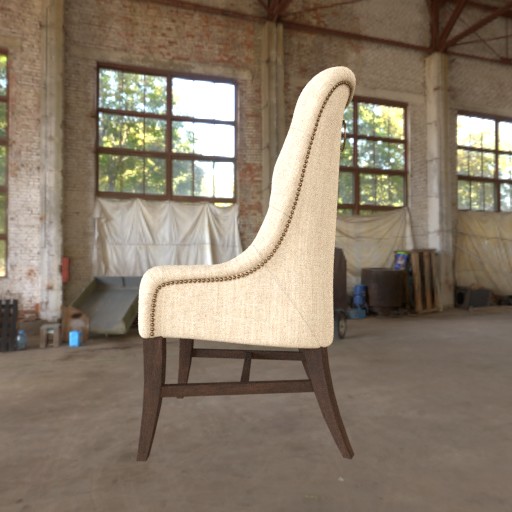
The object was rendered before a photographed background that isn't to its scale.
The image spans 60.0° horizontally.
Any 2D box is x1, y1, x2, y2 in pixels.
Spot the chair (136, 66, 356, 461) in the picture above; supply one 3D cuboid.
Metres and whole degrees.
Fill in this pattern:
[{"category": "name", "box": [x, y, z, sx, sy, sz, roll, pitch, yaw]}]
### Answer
[{"category": "chair", "box": [0.000, 0.000, 1.458, 0.629, 1.091, 0.634, 0, -1, 1]}]
